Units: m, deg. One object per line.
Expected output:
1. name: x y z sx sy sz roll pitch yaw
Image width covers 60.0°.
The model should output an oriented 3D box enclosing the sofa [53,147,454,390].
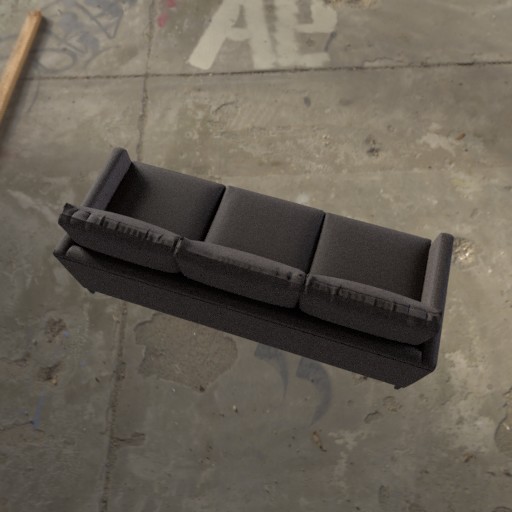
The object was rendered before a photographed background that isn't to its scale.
1. sofa: 0.000 0.000 2.772 2.253 0.882 0.876 16 64 8
